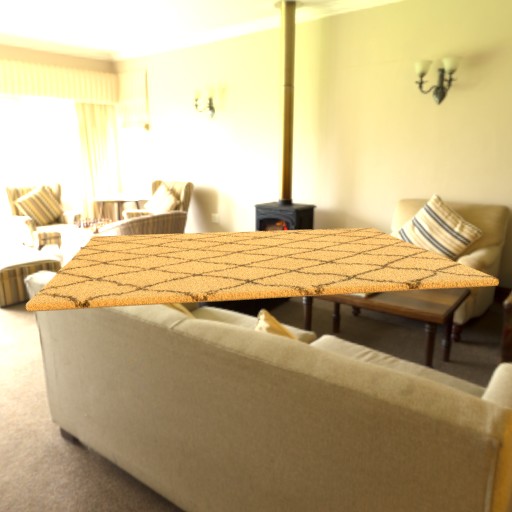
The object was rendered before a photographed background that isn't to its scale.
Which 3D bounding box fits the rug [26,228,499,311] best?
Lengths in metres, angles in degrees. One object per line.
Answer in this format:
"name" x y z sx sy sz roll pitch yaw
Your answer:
"rug" 0.000 0.000 2.210 1.778 0.030 1.219 -2 14 -9
